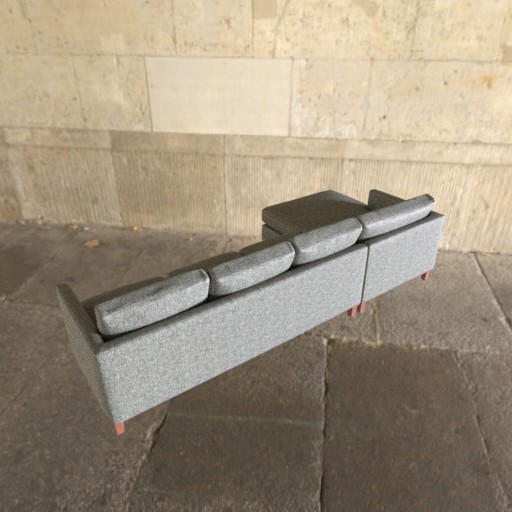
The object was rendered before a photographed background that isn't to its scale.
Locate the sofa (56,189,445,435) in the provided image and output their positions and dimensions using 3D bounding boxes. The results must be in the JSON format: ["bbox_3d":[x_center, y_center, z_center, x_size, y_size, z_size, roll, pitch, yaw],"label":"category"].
[{"bbox_3d":[0.000,0.000,4.163,3.485,0.960,1.635,-19,35,-30],"label":"sofa"}]
